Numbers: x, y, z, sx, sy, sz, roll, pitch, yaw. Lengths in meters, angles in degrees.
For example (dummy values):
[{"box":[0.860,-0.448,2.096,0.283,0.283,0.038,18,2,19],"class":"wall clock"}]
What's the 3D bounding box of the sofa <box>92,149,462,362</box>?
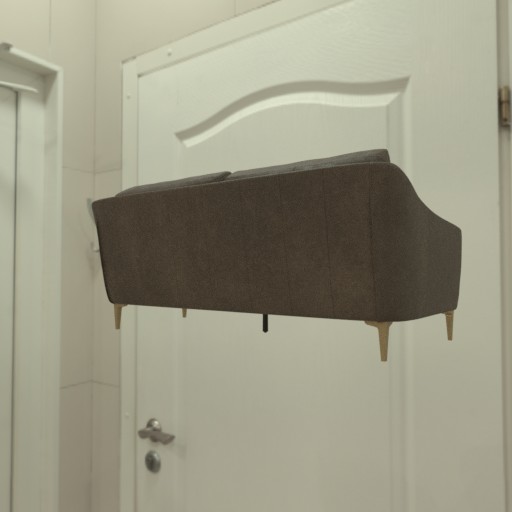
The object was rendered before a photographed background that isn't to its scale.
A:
[{"box":[0.000,0.000,2.551,2.036,0.902,0.960,-1,-2,34],"class":"sofa"}]
